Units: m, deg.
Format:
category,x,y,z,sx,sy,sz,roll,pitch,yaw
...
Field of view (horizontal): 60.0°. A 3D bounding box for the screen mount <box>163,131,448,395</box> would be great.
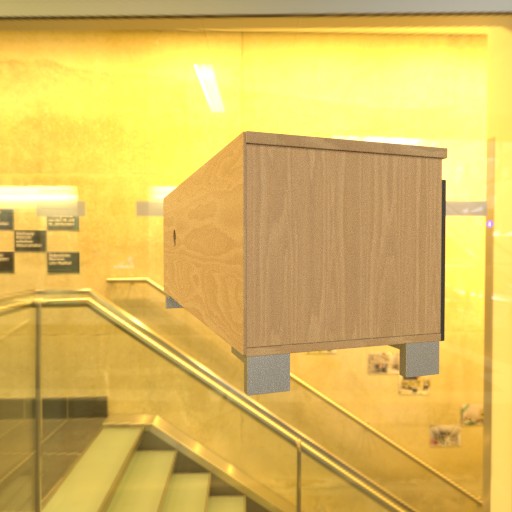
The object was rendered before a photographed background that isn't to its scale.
category,x,y,z,sx,sy,sz,roll,pitch,yaw
screen mount,0.000,0.000,1.295,0.406,0.432,1.084,0,1,-19
